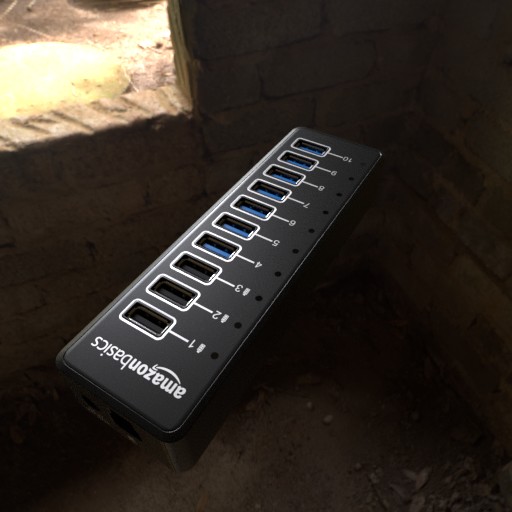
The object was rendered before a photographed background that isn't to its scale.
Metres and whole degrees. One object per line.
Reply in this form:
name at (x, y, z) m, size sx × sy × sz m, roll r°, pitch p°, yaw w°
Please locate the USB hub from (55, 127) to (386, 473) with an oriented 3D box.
USB hub at (0.000, 0.000, 0.163) m, size 0.044 × 0.023 × 0.145 m, roll 24°, pitch 52°, yaw 21°
